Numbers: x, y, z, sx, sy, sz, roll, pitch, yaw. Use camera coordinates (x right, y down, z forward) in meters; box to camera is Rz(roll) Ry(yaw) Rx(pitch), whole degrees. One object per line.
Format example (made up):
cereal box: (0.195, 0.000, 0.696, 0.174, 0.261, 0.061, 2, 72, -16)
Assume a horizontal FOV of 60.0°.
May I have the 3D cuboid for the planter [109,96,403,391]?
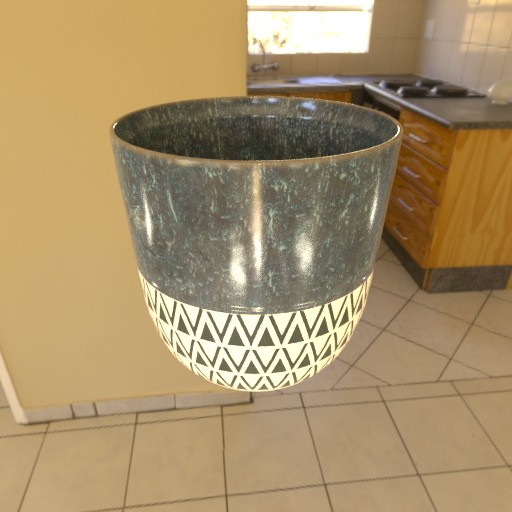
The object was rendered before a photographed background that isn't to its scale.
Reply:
planter: (0.000, 0.000, 0.356, 0.195, 0.214, 0.195, 0, 29, 0)
